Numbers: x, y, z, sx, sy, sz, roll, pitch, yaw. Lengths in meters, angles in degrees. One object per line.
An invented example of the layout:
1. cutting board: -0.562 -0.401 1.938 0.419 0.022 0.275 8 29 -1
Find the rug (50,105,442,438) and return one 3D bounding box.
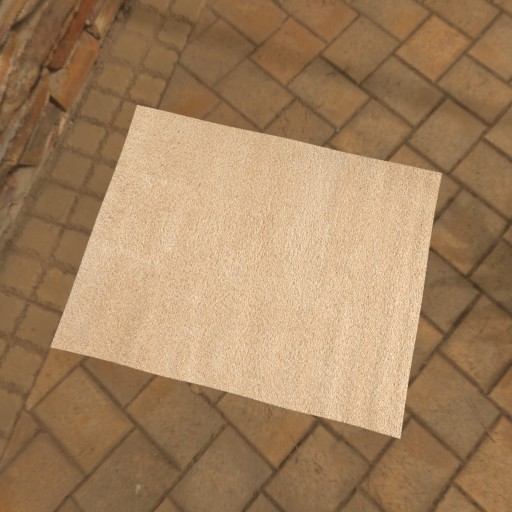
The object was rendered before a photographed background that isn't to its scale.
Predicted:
1. rug: 0.000 0.000 3.969 3.000 0.025 2.400 14 76 3
